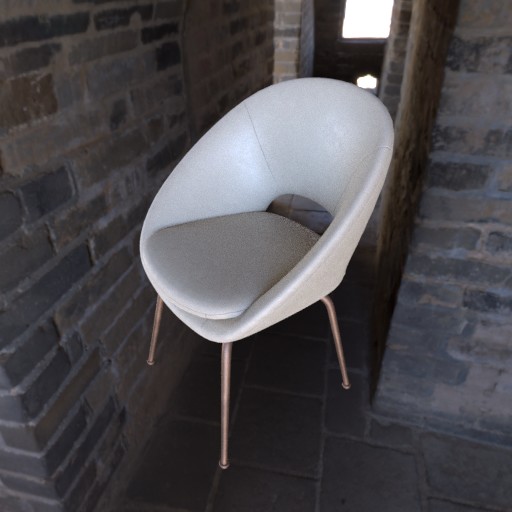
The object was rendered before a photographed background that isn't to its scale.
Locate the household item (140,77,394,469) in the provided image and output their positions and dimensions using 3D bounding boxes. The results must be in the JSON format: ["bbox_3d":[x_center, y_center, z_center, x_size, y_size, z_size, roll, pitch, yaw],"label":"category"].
[{"bbox_3d":[0.000,0.000,1.215,0.573,0.852,0.623,-21,38,-30],"label":"household item"}]
